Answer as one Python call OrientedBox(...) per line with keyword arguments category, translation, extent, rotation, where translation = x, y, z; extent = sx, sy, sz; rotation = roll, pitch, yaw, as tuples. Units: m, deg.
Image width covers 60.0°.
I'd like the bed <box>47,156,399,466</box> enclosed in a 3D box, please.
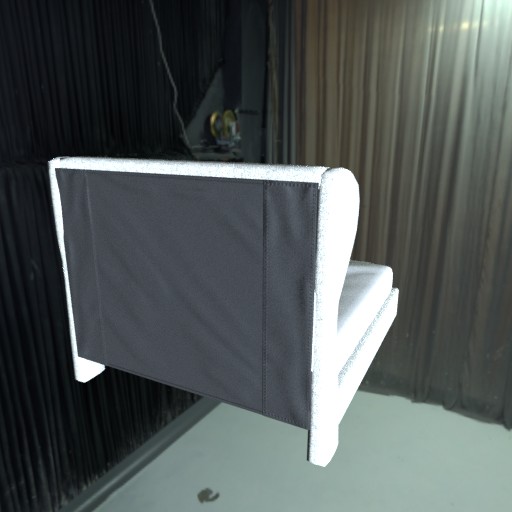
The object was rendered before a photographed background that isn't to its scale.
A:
OrientedBox(category="bed", translation=(0.000, 0.000, 3.888), extent=(2.219, 1.771, 2.347), rotation=(8, 18, 26))
